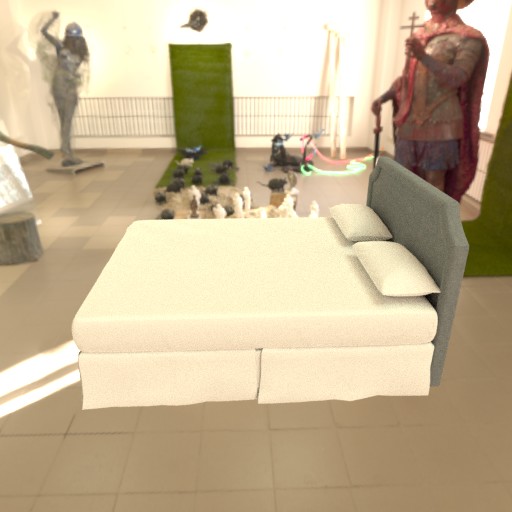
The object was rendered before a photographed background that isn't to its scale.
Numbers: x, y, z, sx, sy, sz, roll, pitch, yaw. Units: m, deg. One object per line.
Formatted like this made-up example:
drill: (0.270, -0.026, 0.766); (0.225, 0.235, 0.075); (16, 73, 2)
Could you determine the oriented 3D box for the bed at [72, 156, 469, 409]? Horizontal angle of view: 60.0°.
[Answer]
bed: (0.000, 0.000, 3.587); (2.464, 1.306, 1.977); (-1, 24, -2)
